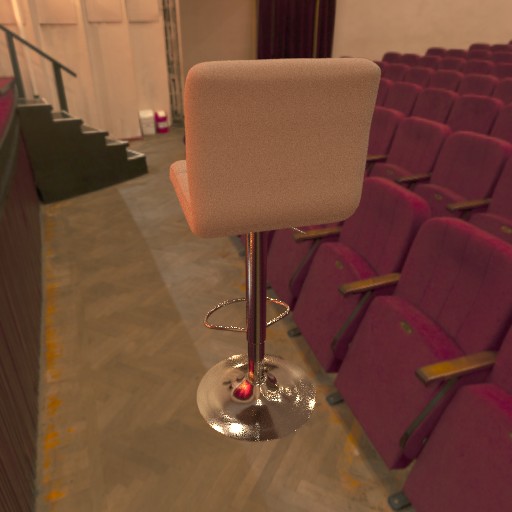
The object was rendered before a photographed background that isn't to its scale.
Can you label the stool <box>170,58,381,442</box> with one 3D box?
[{"bbox_3d":[0.000,0.000,1.335,0.430,1.115,0.505,-8,29,-15],"label":"stool"}]
